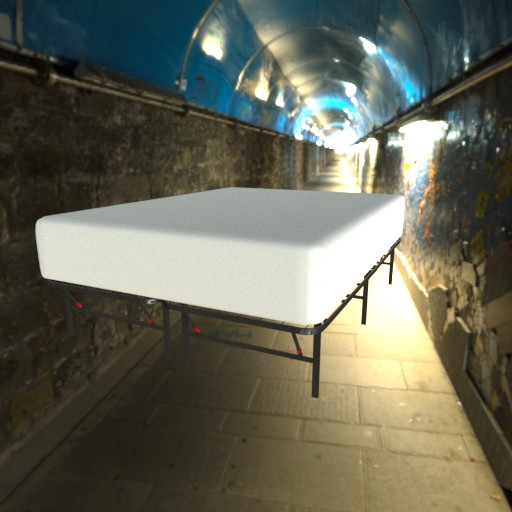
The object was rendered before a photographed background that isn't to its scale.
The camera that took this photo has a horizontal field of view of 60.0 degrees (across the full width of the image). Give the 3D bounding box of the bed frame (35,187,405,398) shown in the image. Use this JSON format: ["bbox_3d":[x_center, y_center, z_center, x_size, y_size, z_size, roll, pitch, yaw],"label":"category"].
[{"bbox_3d":[0.000,0.000,2.846,1.528,0.677,2.037,7,15,25],"label":"bed frame"}]
